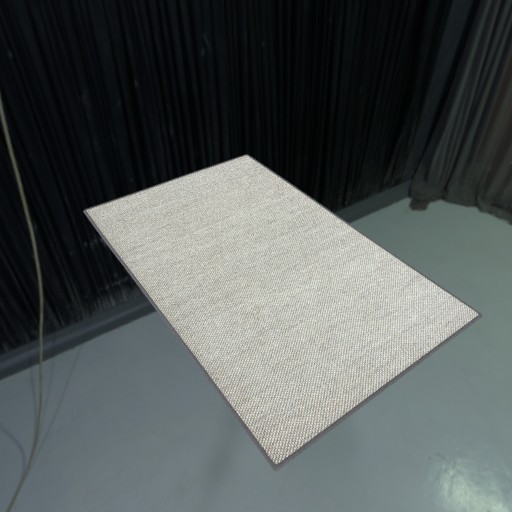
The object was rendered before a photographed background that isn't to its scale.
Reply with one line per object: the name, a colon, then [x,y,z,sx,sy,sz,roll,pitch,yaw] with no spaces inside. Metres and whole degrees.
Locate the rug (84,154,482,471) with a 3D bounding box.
rug: [0.000,0.000,2.073,1.067,0.013,1.676,-25,47,-26]
